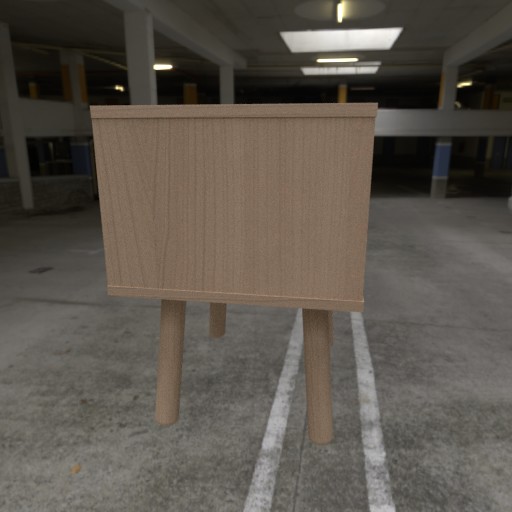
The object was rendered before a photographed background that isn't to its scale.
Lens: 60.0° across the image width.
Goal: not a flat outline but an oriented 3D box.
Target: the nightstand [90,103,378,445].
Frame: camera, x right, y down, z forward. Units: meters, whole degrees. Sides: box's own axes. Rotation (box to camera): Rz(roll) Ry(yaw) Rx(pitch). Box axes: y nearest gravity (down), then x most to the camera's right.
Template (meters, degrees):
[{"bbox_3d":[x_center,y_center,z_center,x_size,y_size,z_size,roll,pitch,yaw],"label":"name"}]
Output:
[{"bbox_3d":[0.000,0.000,0.856,0.380,0.530,0.450,3,16,10],"label":"nightstand"}]
